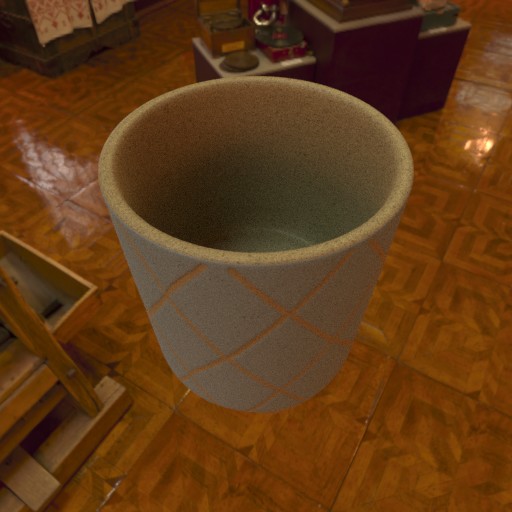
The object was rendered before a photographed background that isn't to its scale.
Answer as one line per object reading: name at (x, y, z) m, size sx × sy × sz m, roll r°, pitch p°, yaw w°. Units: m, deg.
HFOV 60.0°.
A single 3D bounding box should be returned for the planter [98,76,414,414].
planter at (0.000, 0.000, 0.347) m, size 0.191 × 0.200 × 0.191 m, roll 0°, pitch 48°, yaw 0°
